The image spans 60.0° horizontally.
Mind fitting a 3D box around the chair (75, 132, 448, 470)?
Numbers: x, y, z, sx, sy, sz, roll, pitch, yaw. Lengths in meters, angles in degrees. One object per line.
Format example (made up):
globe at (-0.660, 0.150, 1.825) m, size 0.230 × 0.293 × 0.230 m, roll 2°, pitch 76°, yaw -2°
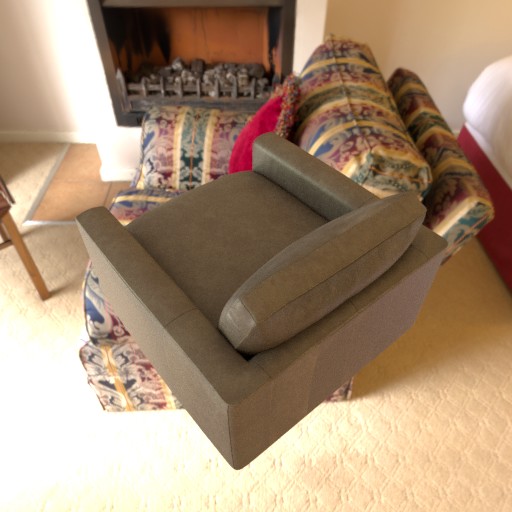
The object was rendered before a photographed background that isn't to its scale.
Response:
chair at (0.000, 0.000, 1.860) m, size 1.106 × 0.807 × 1.080 m, roll -30°, pitch 53°, yaw -26°
